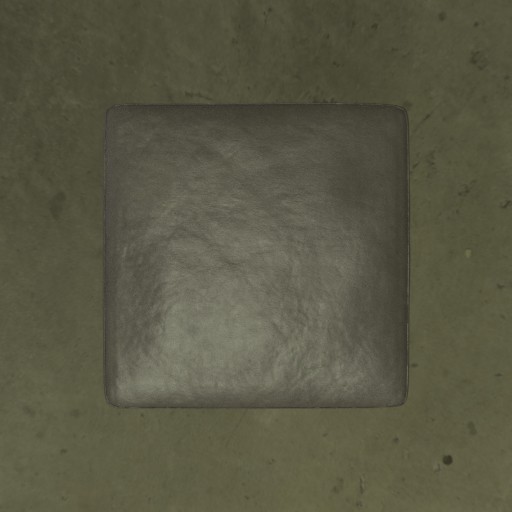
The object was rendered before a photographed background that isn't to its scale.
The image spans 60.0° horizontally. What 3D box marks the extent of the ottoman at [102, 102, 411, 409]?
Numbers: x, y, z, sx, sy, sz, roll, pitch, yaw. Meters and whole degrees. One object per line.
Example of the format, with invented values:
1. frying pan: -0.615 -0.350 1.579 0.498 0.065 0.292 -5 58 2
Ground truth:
1. ottoman: 0.000 0.000 1.335 0.844 0.415 0.836 0 90 0
